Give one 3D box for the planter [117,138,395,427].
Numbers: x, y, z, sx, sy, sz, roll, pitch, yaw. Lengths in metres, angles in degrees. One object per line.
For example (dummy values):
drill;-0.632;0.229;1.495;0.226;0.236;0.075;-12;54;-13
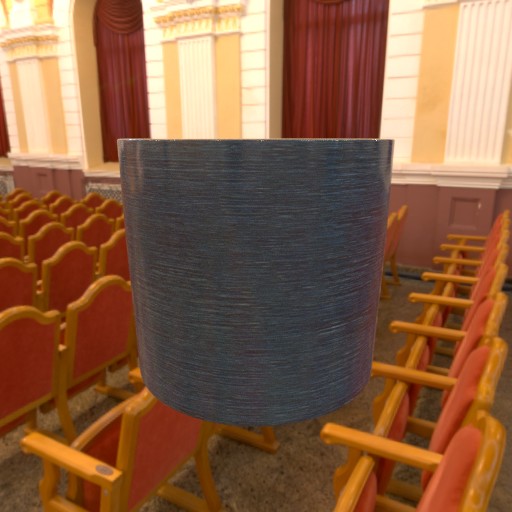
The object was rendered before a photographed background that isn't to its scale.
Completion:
planter;0.000;0.000;0.395;0.221;0.201;0.221;0;15;0
